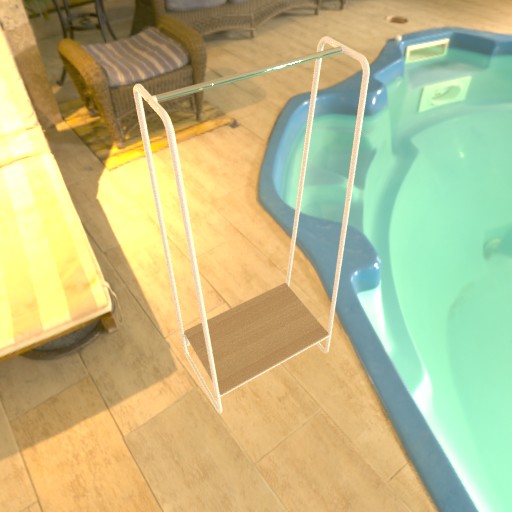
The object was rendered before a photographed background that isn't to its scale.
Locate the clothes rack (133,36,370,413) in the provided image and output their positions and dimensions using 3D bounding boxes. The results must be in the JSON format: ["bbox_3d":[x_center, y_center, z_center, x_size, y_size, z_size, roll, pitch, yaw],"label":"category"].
[{"bbox_3d":[0.000,0.000,1.764,0.640,1.500,0.400,-24,51,-21],"label":"clothes rack"}]
